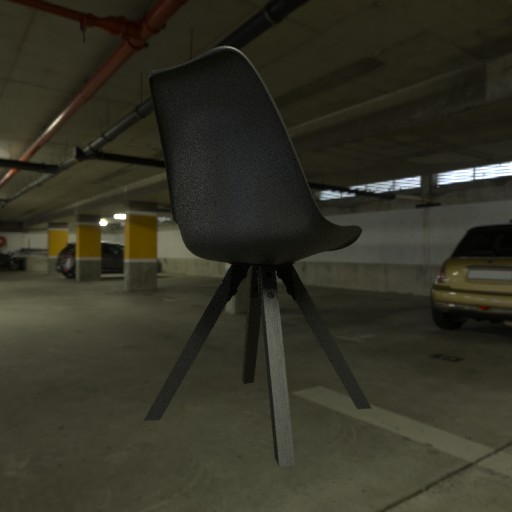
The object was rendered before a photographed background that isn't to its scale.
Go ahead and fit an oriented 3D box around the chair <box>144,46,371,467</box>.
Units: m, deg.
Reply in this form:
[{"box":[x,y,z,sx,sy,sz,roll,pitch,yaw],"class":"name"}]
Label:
[{"box":[0.000,0.000,1.169,0.485,0.850,0.550,0,1,36],"class":"chair"}]
